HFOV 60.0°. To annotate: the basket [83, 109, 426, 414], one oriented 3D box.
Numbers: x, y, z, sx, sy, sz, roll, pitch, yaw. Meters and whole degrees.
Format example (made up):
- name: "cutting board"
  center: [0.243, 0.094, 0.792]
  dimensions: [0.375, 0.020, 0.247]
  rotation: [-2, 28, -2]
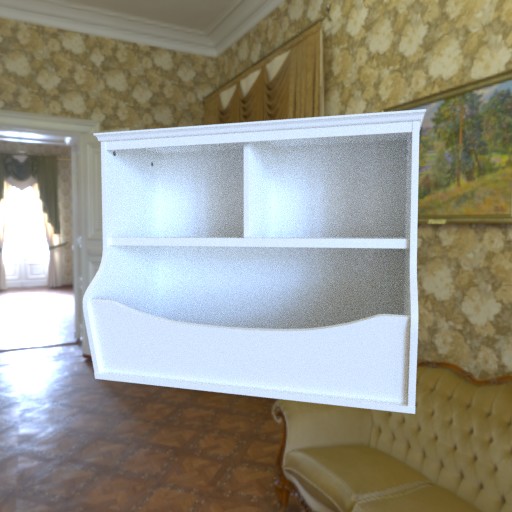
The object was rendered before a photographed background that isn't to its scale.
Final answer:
- name: "basket"
  center: [0.000, 0.000, 1.146]
  dimensions: [0.792, 0.625, 0.376]
  rotation: [1, 3, 16]
